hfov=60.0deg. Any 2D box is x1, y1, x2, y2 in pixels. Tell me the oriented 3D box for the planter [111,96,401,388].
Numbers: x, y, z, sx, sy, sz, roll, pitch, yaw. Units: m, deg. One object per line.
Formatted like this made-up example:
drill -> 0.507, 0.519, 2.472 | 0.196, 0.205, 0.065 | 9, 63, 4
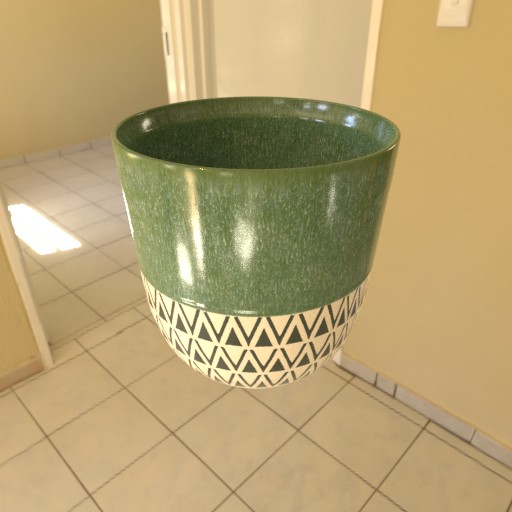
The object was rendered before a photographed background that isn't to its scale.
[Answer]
planter -> 0.000, 0.000, 0.363 | 0.195, 0.214, 0.195 | 0, 30, 0
